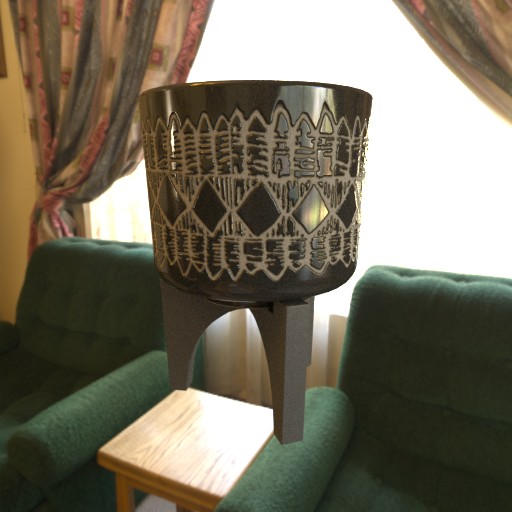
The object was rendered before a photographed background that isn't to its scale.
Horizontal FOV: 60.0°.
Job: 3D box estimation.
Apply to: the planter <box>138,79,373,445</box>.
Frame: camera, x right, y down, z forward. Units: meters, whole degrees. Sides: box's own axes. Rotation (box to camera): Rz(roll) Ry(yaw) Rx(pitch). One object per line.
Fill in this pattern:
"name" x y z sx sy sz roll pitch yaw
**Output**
"planter" 0.000 0.000 0.525 0.251 0.355 0.251 2 13 9
